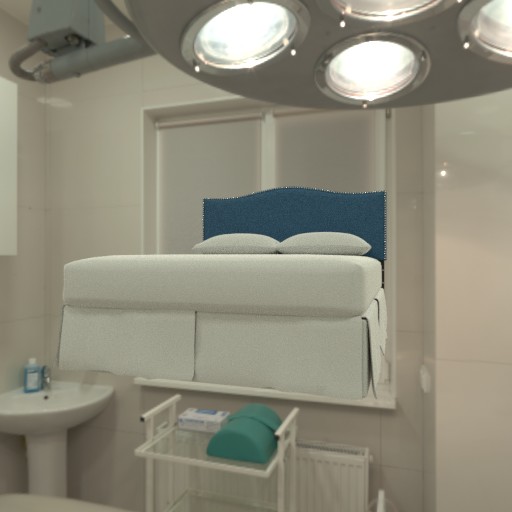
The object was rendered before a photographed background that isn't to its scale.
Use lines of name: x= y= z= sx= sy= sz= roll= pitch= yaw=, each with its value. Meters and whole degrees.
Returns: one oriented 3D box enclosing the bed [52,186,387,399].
bed: x=0.000 y=0.000 z=2.877 sx=1.610 sy=1.169 sz=1.872 roll=0 pitch=0 yaw=18
